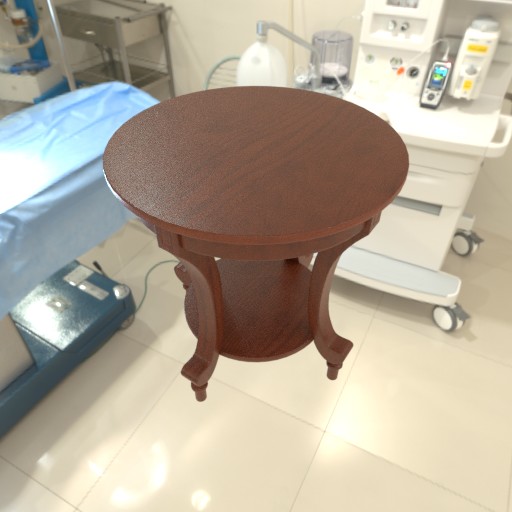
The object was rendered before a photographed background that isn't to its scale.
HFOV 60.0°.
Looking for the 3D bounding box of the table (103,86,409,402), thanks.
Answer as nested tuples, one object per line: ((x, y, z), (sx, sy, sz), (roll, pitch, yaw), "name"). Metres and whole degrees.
((0.000, 0.000, 1.092), (0.597, 0.612, 0.597), (0, 42, 0), "table")
